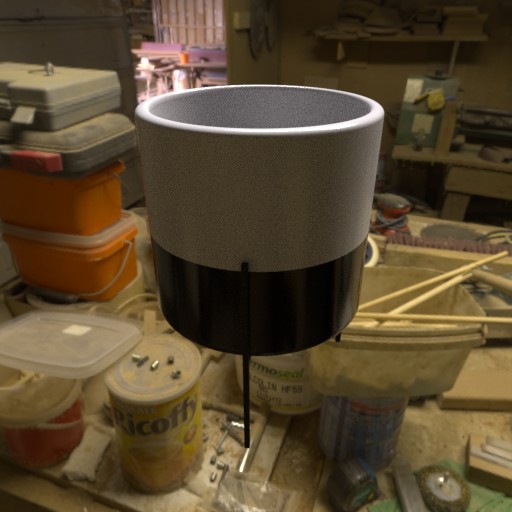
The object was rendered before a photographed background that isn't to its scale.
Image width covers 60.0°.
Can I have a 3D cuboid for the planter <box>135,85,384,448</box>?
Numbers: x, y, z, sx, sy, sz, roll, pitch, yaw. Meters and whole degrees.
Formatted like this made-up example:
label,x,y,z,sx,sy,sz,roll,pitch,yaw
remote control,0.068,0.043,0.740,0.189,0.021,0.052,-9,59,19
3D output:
label,x,y,z,sx,sy,sz,roll,pitch,yaw
planter,0.000,0.000,0.649,0.310,0.432,0.310,11,31,18
